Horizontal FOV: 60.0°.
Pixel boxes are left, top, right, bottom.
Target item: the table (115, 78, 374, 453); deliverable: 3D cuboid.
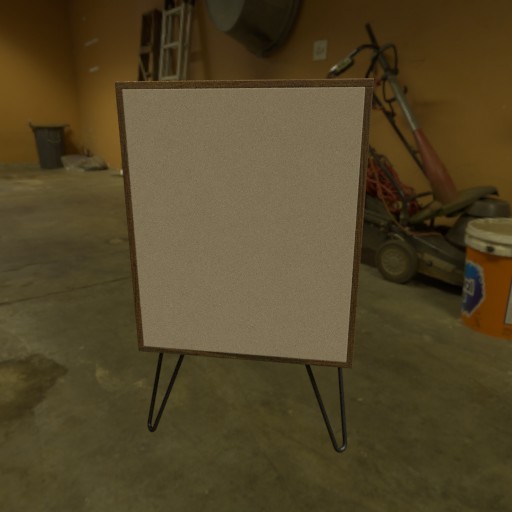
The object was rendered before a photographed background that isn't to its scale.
[{"bbox_3d":[0.000,0.000,1.215,0.526,0.866,0.457,3,18,8],"label":"table"}]
